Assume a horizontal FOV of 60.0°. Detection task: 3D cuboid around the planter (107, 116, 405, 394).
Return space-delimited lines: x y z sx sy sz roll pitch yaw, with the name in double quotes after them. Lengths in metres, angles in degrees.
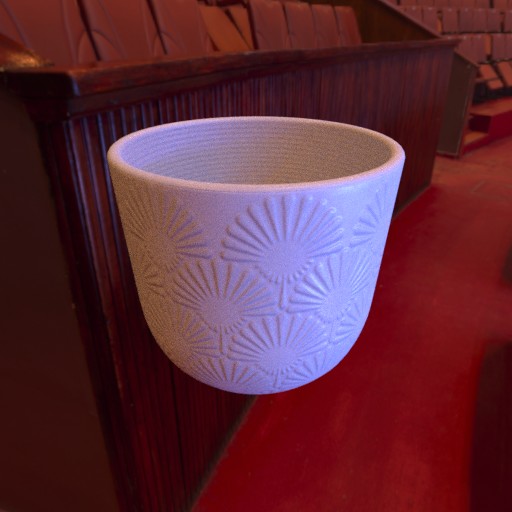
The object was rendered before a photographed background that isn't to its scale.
0.000 0.000 0.297 0.170 0.152 0.170 0 27 0 "planter"
